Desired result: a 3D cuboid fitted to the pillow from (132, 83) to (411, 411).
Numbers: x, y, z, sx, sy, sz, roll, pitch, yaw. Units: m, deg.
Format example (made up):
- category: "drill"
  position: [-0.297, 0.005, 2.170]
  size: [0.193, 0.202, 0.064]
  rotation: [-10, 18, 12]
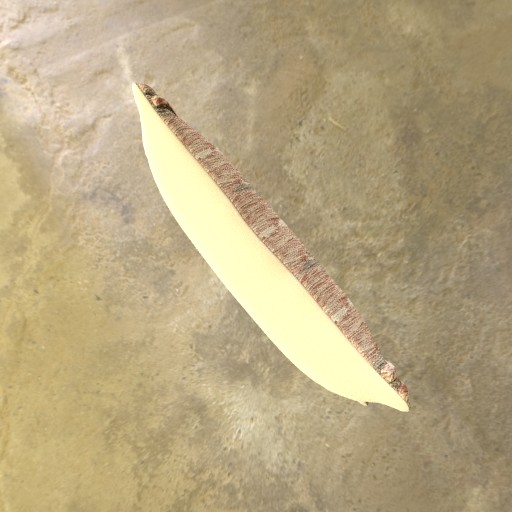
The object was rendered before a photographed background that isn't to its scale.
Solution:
- category: "pillow"
  position: [0.000, 0.000, 0.744]
  size: [0.139, 0.282, 0.635]
  rotation: [-38, 78, -10]
